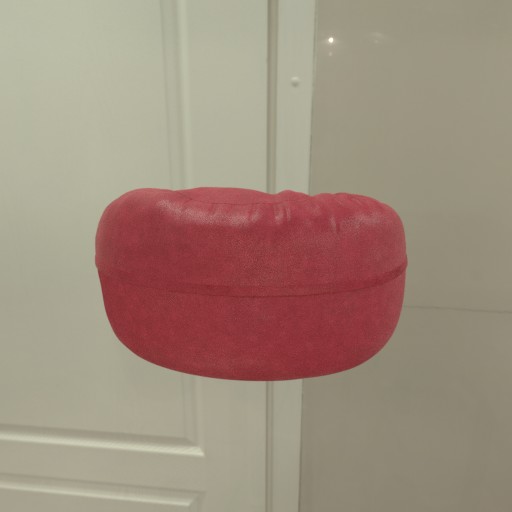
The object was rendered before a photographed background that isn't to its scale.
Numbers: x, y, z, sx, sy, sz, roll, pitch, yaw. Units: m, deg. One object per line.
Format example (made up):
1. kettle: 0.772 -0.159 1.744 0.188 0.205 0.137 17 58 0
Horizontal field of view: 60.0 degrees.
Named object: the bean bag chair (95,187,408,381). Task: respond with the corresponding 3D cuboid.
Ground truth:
1. bean bag chair: 0.000 0.000 2.428 1.524 0.878 1.524 2 17 7
